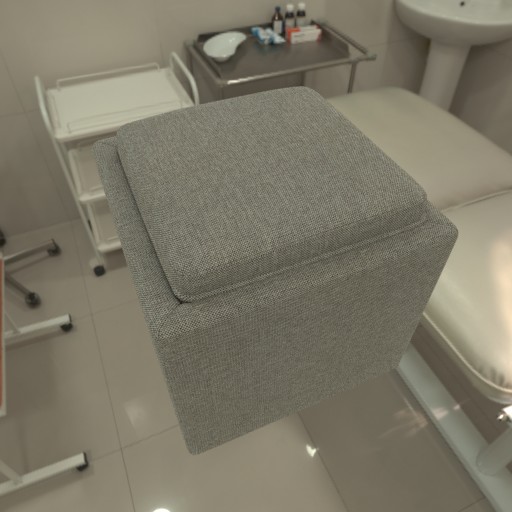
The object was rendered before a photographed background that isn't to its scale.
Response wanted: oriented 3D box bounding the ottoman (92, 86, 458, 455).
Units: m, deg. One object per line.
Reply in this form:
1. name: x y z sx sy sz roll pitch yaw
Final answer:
1. ottoman: 0.000 0.000 0.828 0.450 0.460 0.450 -18 49 -16
